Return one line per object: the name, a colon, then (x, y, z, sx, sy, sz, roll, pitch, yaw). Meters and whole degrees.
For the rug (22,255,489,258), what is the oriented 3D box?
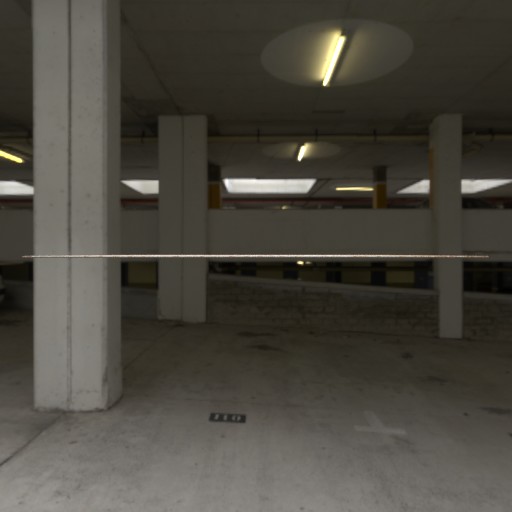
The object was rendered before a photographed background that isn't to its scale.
rug: (0.000, 0.000, 4.107, 3.050, 0.011, 2.441, 0, 0, 0)
